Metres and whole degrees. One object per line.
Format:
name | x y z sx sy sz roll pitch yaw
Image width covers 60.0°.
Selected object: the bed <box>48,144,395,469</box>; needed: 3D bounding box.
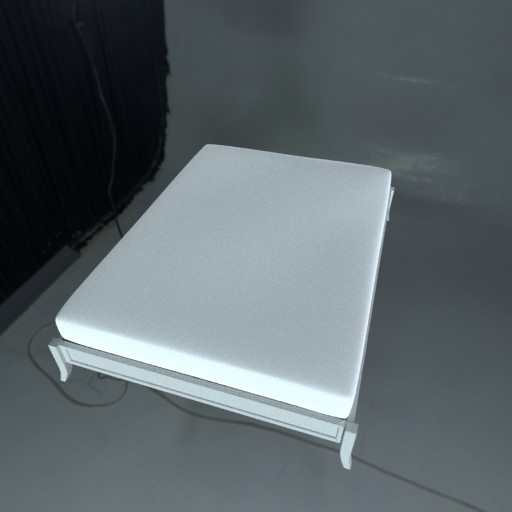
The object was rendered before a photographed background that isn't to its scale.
bed | 0.000 0.000 2.866 1.604 0.510 2.108 12 42 13
